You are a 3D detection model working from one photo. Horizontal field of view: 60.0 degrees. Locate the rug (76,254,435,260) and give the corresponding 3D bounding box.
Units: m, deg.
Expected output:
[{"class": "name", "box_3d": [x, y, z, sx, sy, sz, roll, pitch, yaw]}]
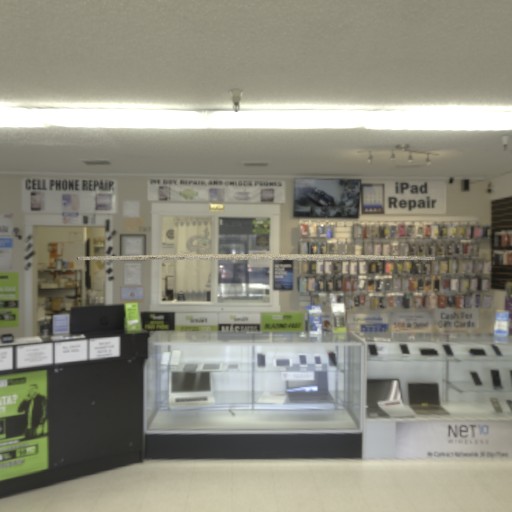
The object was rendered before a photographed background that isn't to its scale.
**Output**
[{"class": "rug", "box_3d": [0.000, 0.000, 3.103, 1.530, 0.012, 2.444, 0, 0, 0]}]
